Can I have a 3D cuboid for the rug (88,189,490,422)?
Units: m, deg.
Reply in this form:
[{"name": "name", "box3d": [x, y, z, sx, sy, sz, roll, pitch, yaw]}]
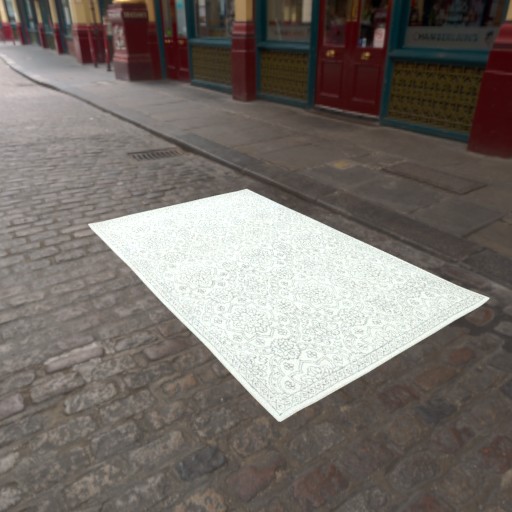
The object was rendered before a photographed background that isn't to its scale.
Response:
[{"name": "rug", "box3d": [0.000, 0.000, 2.991, 1.518, 0.023, 2.434, -18, 32, -31]}]
